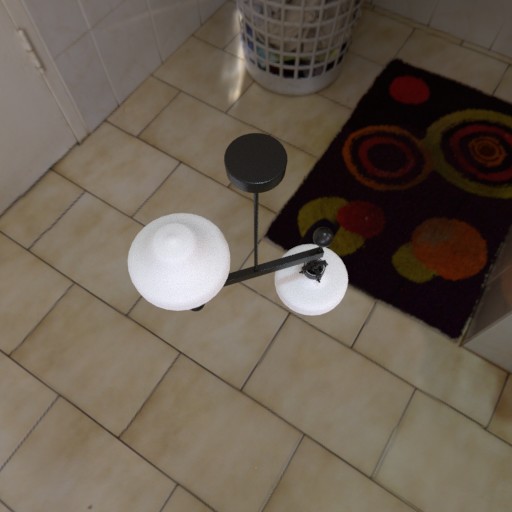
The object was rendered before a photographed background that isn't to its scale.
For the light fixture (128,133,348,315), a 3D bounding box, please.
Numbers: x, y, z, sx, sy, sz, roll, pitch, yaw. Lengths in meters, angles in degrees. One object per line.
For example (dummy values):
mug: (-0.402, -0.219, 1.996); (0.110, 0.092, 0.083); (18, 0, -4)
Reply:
light fixture: (0.000, 0.000, 1.052); (0.422, 0.743, 0.489); (32, 69, 14)
